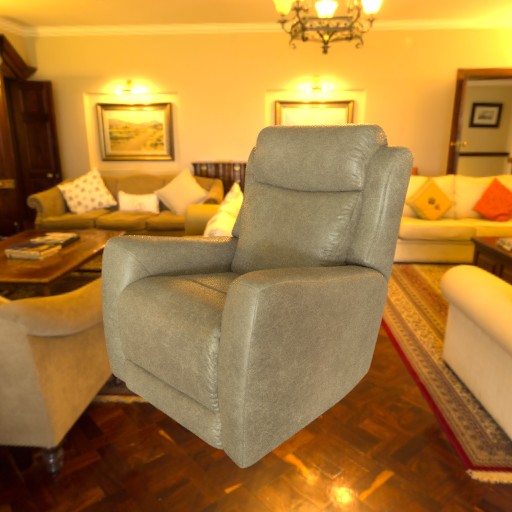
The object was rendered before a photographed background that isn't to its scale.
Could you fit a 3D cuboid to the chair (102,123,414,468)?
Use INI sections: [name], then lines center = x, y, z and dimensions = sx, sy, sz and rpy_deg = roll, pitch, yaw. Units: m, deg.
[chair]
center = 0.000, 0.000, 1.938
dimensions = 0.967, 1.116, 1.068
rpy_deg = 15, 21, 43
